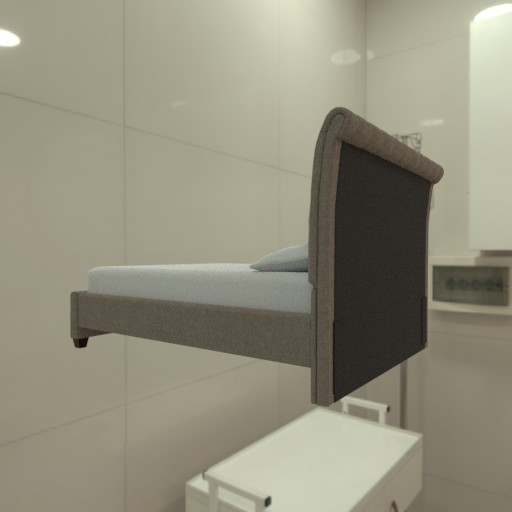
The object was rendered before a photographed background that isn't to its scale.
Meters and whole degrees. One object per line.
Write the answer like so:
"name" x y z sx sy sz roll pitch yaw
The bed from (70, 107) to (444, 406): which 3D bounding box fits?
"bed" 0.000 0.000 3.289 2.252 1.371 1.645 0 0 36
